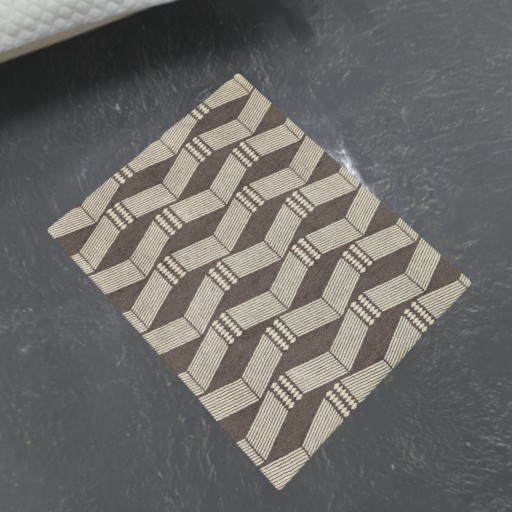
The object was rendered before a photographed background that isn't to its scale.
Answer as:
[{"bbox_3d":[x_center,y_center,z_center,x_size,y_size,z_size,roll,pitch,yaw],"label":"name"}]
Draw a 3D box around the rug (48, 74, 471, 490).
[{"bbox_3d":[0.000,0.000,4.029,2.438,0.016,3.048,-43,79,-10],"label":"rug"}]
